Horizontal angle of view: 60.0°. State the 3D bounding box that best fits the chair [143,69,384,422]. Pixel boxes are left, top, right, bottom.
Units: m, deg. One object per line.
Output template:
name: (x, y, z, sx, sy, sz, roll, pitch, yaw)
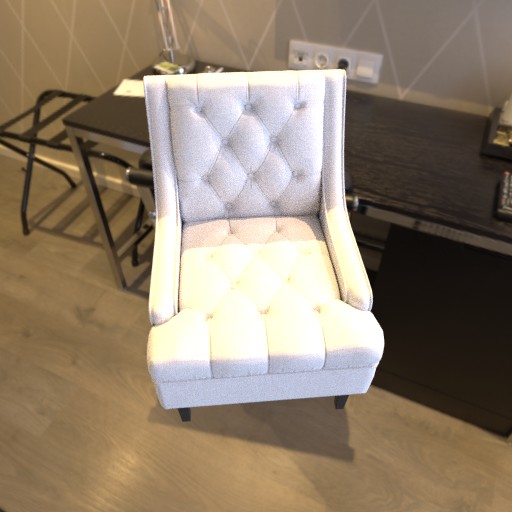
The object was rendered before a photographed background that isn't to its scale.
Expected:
chair: (0.000, 0.000, 1.416, 0.658, 0.891, 0.772, -3, 44, -3)
